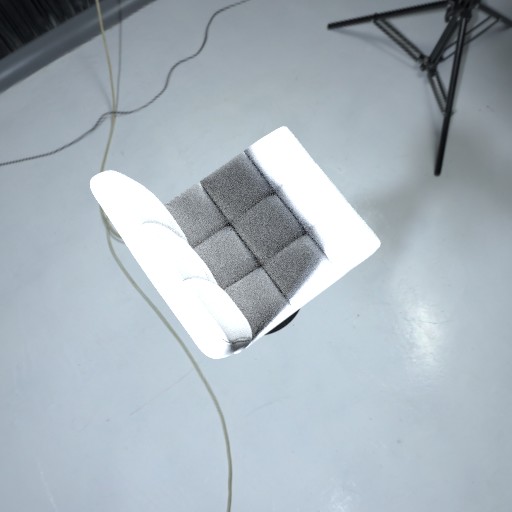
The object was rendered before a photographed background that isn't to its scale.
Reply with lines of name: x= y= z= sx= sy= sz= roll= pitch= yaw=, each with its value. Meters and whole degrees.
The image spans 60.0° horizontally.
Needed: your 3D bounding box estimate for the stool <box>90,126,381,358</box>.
stool: x=0.000 y=0.000 z=1.351 sx=0.505 sy=1.115 sz=0.430 roll=-35 pitch=79 yaw=-8
